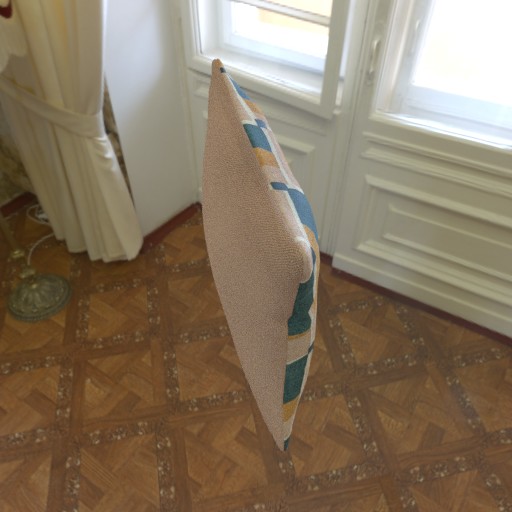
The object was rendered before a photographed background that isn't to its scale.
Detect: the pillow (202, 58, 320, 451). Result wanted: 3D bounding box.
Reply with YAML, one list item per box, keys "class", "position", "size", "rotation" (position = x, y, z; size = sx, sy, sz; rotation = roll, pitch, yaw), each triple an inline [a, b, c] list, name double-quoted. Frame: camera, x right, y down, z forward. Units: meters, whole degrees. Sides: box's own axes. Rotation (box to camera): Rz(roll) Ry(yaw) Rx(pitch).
- class: "pillow"
  position: [0.000, 0.000, 0.747]
  size: [0.158, 0.479, 0.478]
  rotation: [-10, 47, -9]
